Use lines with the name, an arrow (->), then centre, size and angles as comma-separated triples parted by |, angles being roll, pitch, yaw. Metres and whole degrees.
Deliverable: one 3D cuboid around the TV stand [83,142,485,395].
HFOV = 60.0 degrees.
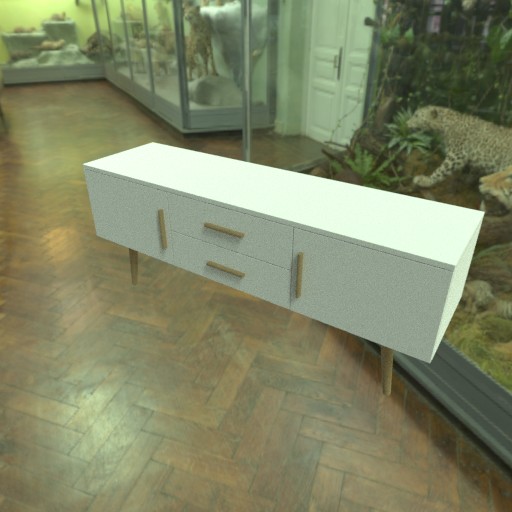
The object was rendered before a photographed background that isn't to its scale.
TV stand -> 0.000, 0.000, 1.673 | 1.398, 0.560, 0.401 | 18, 34, 29
